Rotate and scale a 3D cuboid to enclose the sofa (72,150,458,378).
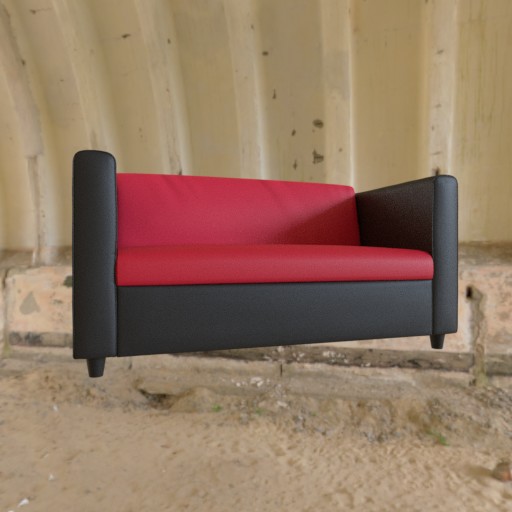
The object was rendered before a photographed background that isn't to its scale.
[{"bbox_3d":[0.000,0.000,1.910,1.410,0.735,0.845,0,0,-18],"label":"sofa"}]
